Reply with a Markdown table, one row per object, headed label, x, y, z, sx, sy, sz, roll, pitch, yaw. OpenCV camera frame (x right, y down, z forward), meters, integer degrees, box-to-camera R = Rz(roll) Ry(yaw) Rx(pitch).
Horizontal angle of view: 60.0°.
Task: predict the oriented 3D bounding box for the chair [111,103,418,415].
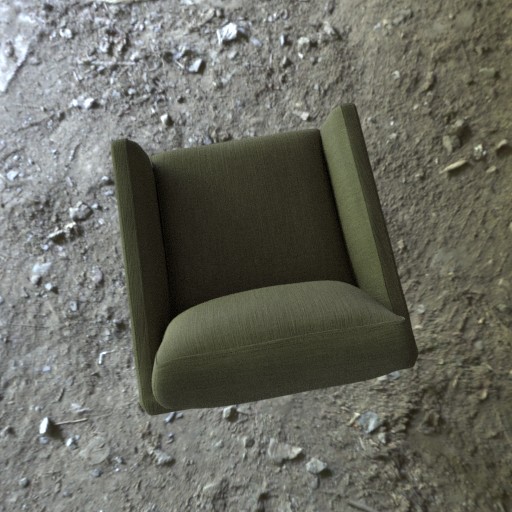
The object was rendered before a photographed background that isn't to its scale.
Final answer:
| label | x | y | z | sx | sy | sz | roll | pitch | yaw |
| --- | --- | --- | --- | --- | --- | --- | --- | --- | --- |
| chair | 0.000 | 0.000 | 1.431 | 0.763 | 0.811 | 0.834 | -10 | 76 | -2 |
